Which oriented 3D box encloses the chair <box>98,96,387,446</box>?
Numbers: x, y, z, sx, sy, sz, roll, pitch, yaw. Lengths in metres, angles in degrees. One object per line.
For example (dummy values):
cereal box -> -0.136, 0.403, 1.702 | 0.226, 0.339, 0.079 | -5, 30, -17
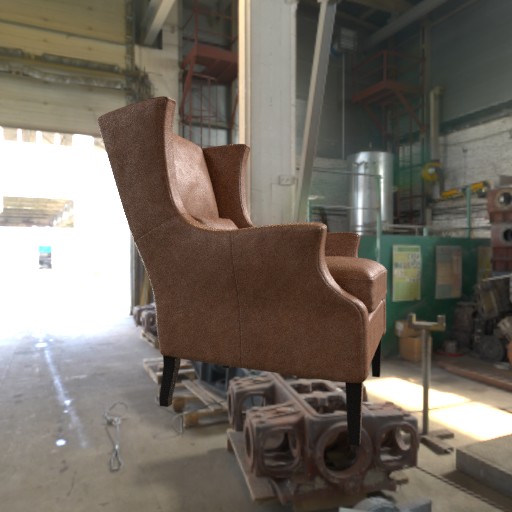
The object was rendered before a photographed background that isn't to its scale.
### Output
chair -> 0.000, 0.000, 1.679 | 0.926, 1.016, 0.853 | 0, 1, 20
